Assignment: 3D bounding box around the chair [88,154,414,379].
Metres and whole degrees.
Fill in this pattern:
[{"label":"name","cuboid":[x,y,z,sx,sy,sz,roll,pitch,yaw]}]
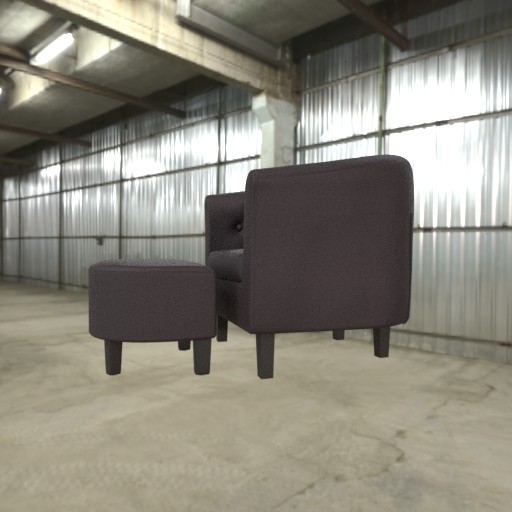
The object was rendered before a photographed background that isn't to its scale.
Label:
[{"label":"chair","cuboid":[0.000,0.000,1.682,1.191,0.760,0.763,0,1,-18]}]
